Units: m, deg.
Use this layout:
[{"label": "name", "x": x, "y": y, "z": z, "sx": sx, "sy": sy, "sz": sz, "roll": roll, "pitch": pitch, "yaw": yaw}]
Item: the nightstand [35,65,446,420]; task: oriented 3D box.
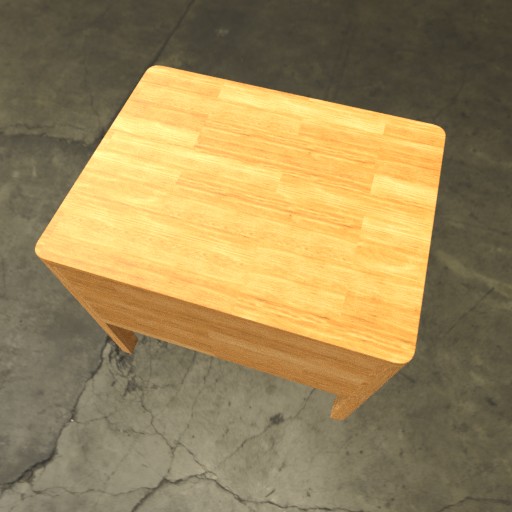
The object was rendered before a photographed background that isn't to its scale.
[{"label": "nightstand", "x": 0.000, "y": 0.000, "z": 0.918, "sx": 0.560, "sy": 0.470, "sz": 0.440, "roll": 15, "pitch": 62, "yaw": 8}]
